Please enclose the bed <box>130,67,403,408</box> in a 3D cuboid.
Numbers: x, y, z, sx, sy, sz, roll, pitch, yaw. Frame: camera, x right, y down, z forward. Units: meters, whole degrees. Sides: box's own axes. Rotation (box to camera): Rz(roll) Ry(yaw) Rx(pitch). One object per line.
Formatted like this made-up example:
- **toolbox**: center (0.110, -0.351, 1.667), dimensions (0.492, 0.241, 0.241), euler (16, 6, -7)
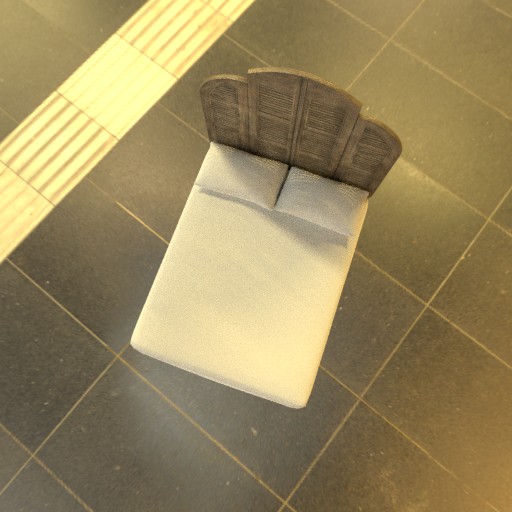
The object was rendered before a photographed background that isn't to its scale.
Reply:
- **bed**: center (0.000, 0.000, 3.600), dimensions (1.713, 2.019, 2.138), euler (19, 77, 4)
